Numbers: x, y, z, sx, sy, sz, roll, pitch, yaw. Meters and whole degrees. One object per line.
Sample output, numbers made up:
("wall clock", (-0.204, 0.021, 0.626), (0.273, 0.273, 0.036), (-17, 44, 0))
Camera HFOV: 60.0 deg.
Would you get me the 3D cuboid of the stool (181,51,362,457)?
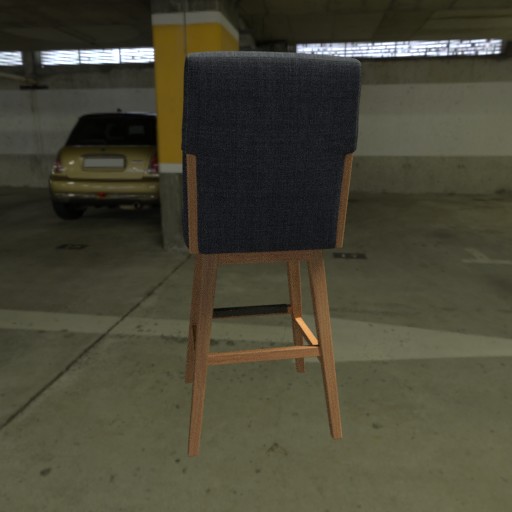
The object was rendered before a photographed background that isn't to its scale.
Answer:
("stool", (0.000, 0.000, 1.412), (0.483, 1.112, 0.570), (-3, 15, -10))
